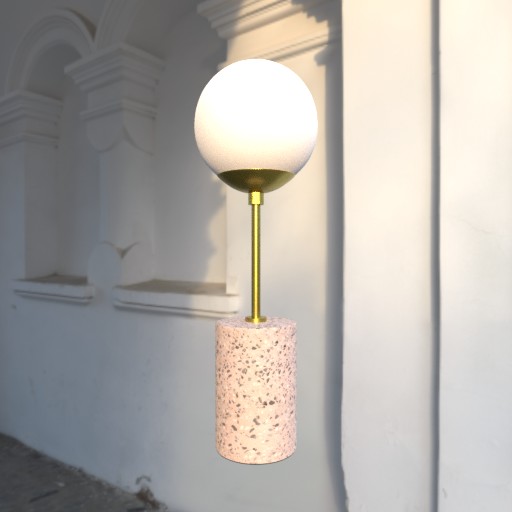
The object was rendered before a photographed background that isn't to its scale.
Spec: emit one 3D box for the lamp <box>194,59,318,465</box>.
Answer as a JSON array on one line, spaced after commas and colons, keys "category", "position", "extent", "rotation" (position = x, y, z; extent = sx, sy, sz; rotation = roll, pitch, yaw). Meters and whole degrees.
[{"category": "lamp", "position": [0.000, 0.000, 0.558], "extent": [0.153, 0.480, 0.153], "rotation": [0, 0, 0]}]
